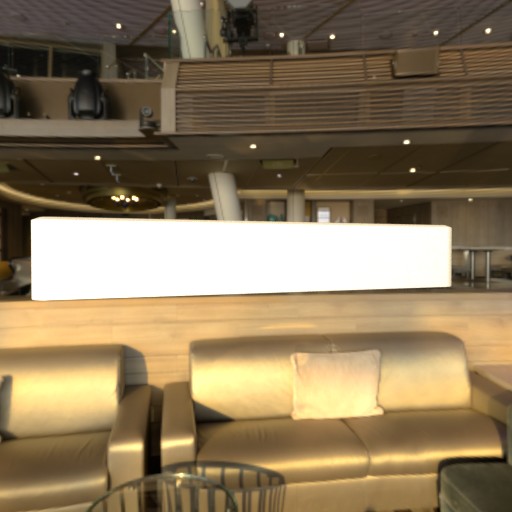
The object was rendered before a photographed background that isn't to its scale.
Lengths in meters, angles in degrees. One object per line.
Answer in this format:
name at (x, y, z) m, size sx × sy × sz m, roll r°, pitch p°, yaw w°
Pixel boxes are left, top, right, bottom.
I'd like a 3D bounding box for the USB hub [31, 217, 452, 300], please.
USB hub at (0.000, 0.000, 0.164) m, size 0.145 × 0.023 × 0.044 m, roll 0°, pitch 1°, yaw -19°
